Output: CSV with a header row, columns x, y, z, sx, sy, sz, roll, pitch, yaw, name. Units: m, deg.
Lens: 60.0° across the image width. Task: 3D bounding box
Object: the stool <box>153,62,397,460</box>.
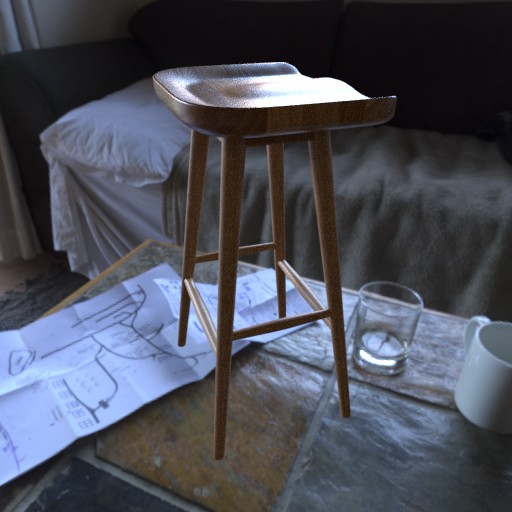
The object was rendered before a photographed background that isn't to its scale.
x,y,z,sx,sy,sz,roll,pitch,yaw,name
0.000,0.000,0.936,0.322,0.698,0.407,-11,32,-17,stool
